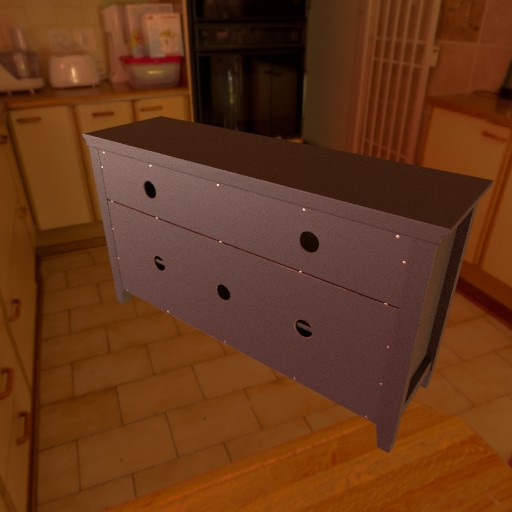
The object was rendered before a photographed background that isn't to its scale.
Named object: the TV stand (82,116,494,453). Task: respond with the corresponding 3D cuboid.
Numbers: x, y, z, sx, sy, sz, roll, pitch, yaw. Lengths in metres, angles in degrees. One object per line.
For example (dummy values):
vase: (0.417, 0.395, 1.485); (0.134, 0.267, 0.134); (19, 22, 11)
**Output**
TV stand: (0.000, 0.000, 1.444); (1.198, 0.681, 0.347); (21, 35, 32)
